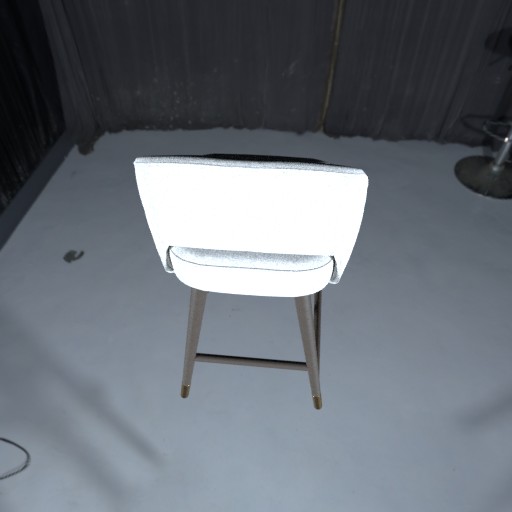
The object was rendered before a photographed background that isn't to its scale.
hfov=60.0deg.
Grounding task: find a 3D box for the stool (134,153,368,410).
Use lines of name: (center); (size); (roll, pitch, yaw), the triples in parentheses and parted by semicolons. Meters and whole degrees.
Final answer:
stool: (0.000, 0.000, 1.202); (0.494, 0.940, 0.509); (4, 47, 3)
